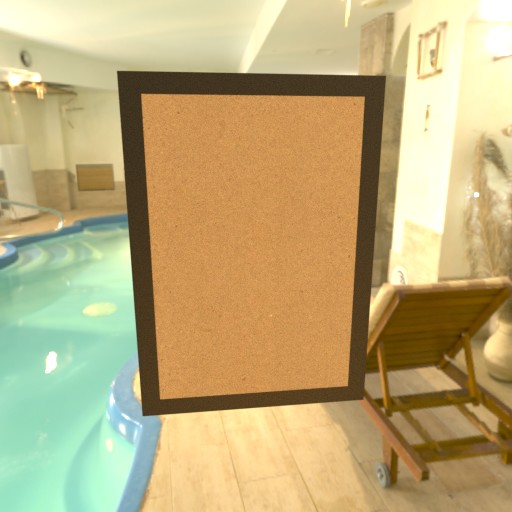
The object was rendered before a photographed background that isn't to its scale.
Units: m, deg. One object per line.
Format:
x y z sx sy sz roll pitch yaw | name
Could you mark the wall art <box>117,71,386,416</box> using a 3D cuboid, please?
0.000 0.000 0.696 0.381 0.534 0.013 -2 15 -7 | wall art
